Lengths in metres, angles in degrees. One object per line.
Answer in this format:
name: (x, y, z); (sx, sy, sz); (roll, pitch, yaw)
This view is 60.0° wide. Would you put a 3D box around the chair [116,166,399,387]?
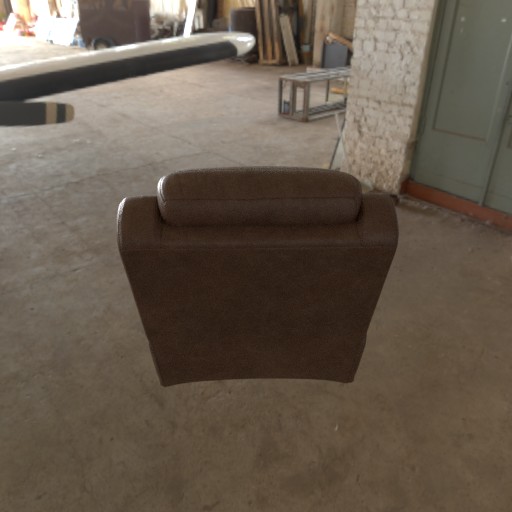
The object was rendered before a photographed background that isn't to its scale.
chair: (0.000, 0.000, 1.807); (0.940, 0.990, 1.067); (-1, 30, -1)
